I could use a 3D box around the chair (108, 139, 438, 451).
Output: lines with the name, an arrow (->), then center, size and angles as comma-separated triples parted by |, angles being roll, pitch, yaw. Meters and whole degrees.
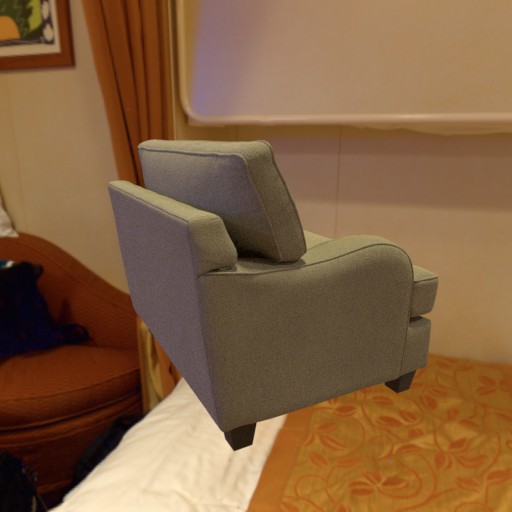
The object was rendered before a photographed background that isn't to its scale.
chair -> 0.000, 0.000, 1.996 | 1.041, 1.016, 1.220 | -8, 17, -27
